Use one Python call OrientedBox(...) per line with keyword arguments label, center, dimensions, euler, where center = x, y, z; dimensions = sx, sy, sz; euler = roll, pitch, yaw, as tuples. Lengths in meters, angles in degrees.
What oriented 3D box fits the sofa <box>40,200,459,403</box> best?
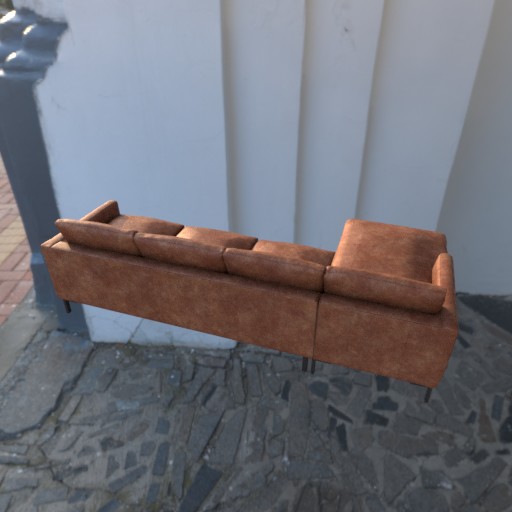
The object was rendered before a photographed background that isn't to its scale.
OrientedBox(label="sofa", center=(0.000, 0.000, 3.660), dimensions=(2.993, 0.859, 1.471), euler=(10, 34, 16))
